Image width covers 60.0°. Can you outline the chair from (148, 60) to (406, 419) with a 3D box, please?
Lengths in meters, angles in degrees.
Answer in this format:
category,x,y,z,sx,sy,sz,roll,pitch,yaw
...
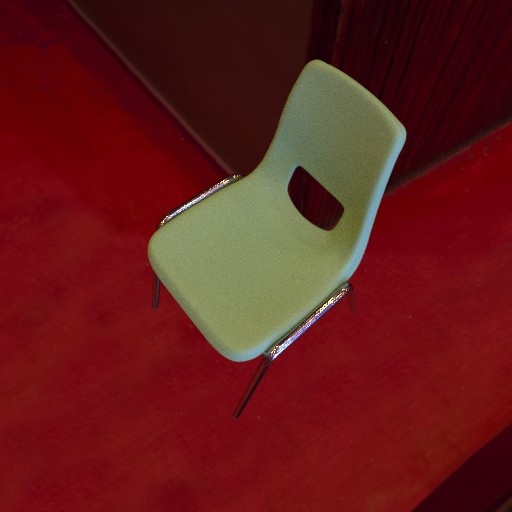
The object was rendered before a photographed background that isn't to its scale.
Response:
category,x,y,z,sx,sy,sz,roll,pitch,yaw
chair,0.000,0.000,0.922,0.436,0.653,0.381,-36,68,-17
